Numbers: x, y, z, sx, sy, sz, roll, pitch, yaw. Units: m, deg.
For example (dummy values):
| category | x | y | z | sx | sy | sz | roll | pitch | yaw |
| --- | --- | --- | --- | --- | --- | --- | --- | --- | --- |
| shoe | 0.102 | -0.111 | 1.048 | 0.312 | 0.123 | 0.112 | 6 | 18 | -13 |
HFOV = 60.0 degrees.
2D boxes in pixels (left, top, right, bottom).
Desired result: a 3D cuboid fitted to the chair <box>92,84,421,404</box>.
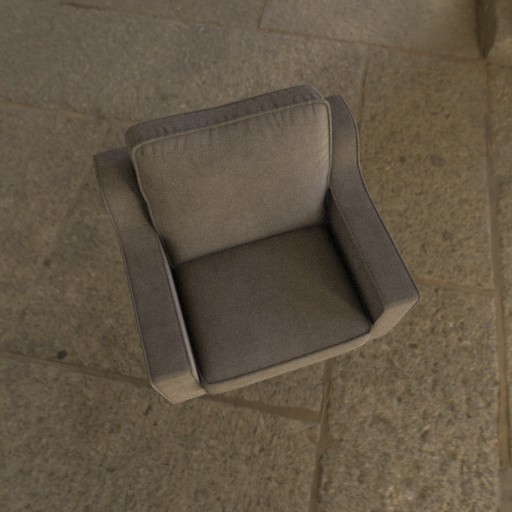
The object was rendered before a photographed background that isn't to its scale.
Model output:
| category | x | y | z | sx | sy | sz | roll | pitch | yaw |
| --- | --- | --- | --- | --- | --- | --- | --- | --- | --- |
| chair | 0.000 | 0.000 | 1.678 | 0.926 | 0.944 | 0.840 | -16 | 65 | -8 |
